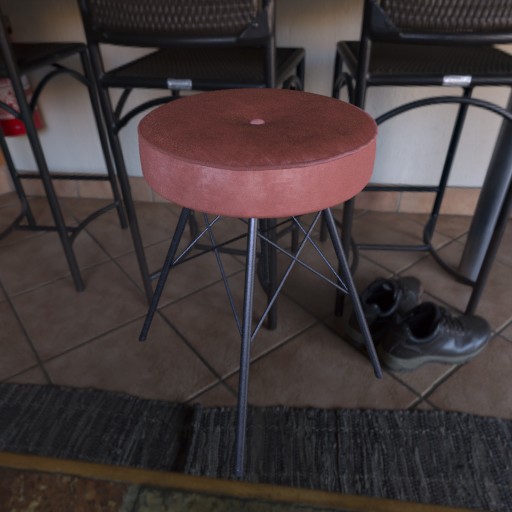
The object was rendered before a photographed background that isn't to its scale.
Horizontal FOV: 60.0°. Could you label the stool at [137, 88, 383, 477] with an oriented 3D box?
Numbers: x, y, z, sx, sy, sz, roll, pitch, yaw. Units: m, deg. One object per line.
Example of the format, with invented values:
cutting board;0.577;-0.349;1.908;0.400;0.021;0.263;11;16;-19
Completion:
stool;0.000;0.000;0.919;0.421;0.593;0.457;-22;40;-29
